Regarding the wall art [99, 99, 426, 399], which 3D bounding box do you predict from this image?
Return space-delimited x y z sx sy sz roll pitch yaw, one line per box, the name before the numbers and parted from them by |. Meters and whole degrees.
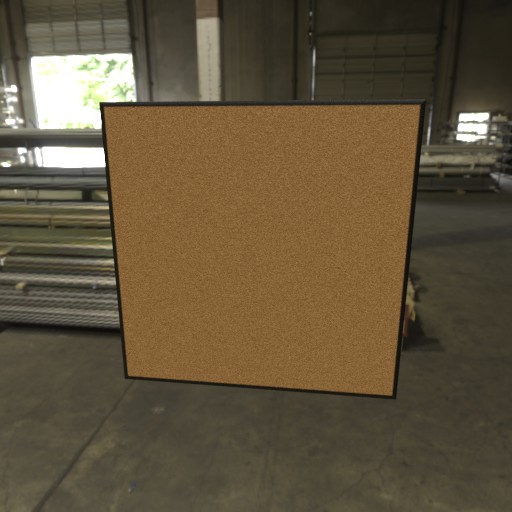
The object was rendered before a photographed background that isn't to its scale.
wall art | 0.000 0.000 1.160 0.769 0.766 0.042 2 16 7
